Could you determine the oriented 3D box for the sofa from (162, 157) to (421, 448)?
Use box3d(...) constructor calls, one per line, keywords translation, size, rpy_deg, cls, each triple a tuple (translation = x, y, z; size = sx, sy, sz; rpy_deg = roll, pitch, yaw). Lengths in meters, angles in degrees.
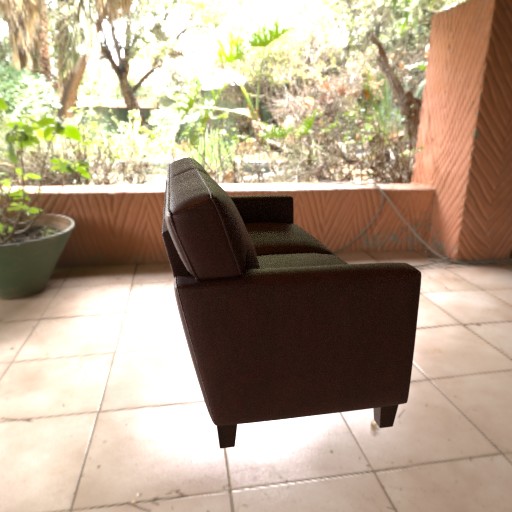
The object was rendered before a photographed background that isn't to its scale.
box3d(translation=(0.000, 0.000, 2.341), size=(0.912, 0.928, 1.876), rpy_deg=(-3, 17, -10), cls="sofa")
